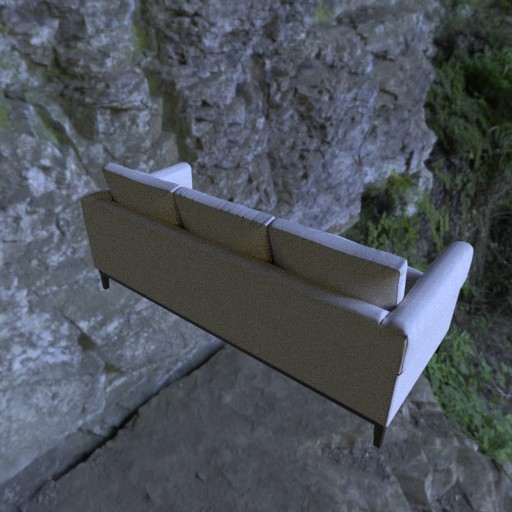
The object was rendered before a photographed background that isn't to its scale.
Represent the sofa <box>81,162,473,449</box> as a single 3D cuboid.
[{"bbox_3d":[0.000,0.000,2.673,2.198,0.911,0.902,22,37,32],"label":"sofa"}]
